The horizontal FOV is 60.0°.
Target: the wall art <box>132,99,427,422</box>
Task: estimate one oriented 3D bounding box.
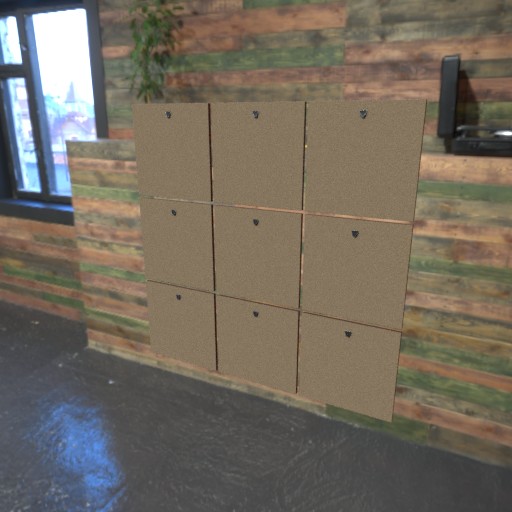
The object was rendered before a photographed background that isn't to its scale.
[{"bbox_3d":[0.000,0.000,1.379,0.906,0.904,0.018,9,19,26],"label":"wall art"}]
